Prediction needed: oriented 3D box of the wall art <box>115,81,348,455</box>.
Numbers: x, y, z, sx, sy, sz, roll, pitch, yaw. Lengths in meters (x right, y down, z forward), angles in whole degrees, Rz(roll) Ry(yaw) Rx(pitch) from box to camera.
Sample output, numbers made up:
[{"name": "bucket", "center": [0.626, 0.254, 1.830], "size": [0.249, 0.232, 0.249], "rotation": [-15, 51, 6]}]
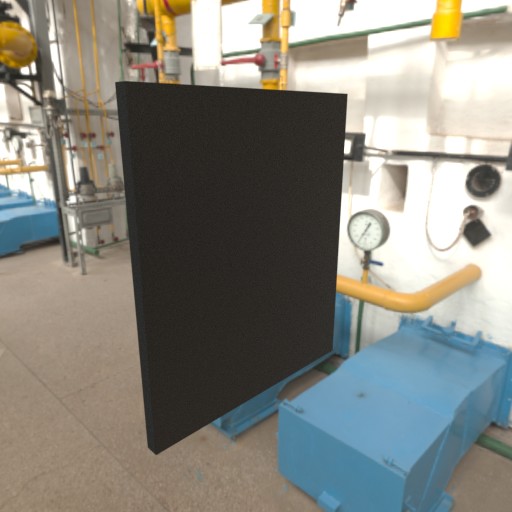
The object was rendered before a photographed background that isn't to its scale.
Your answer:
[{"name": "wall art", "center": [0.000, 0.000, 0.715], "size": [0.428, 0.505, 0.023], "rotation": [-17, 24, -42]}]
